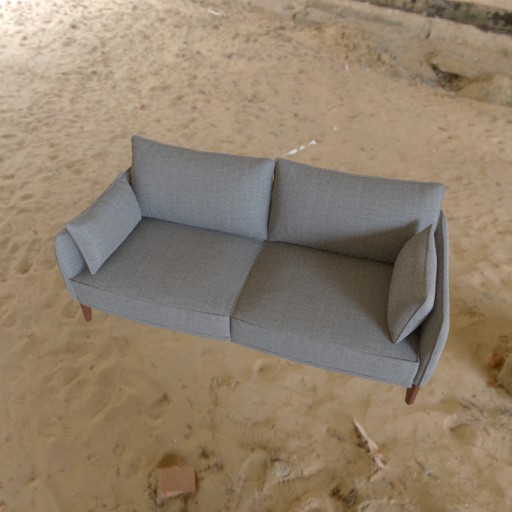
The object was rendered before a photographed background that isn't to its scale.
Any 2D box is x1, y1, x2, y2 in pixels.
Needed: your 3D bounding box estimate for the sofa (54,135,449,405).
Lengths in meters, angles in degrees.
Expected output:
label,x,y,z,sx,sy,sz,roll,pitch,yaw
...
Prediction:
label,x,y,z,sx,sy,sz,roll,pitch,yaw
sofa,0.000,0.000,2.464,1.989,0.851,0.972,11,42,13
